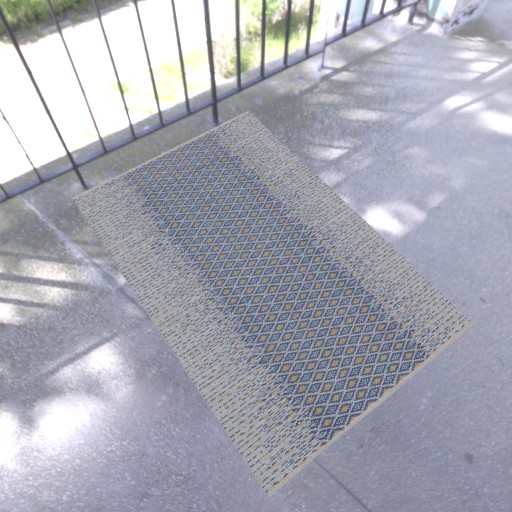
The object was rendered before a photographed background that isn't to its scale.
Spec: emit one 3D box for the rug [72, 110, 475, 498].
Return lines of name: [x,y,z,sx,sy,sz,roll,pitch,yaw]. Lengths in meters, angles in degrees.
rug: [0.000,0.000,2.283,1.219,0.005,1.828,-32,64,-18]
